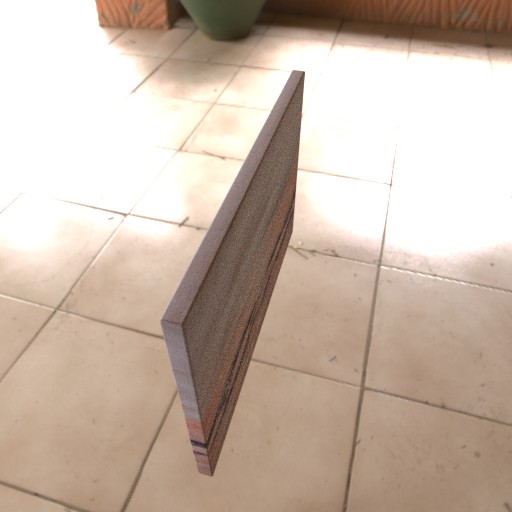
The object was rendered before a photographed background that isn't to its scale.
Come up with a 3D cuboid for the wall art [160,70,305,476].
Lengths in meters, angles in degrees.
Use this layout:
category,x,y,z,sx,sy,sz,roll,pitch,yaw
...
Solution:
category,x,y,z,sx,sy,sz,roll,pitch,yaw
wall art,0.000,0.000,1.160,0.038,0.609,0.913,11,46,11
